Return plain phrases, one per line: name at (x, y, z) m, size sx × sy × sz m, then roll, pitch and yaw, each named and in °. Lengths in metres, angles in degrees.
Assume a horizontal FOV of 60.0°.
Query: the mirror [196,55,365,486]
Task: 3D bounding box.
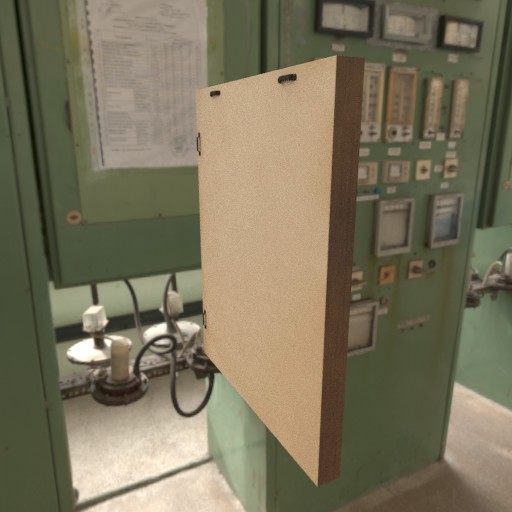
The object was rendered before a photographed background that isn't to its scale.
mirror at (0.000, 0.000, 0.678) m, size 0.041 × 0.508 × 0.405 m, roll -8°, pitch 17°, yaw -26°
